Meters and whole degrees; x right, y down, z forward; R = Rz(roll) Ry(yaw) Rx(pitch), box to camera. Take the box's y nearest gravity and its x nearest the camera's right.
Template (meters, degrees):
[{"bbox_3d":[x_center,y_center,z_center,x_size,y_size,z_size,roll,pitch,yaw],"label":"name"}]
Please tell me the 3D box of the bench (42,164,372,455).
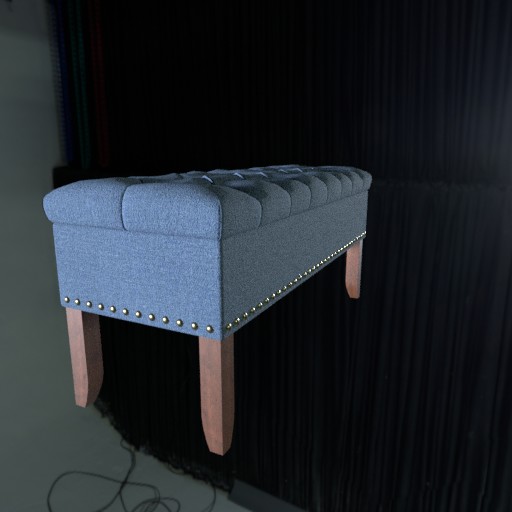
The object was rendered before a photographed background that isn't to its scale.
[{"bbox_3d":[0.000,0.000,1.271,0.417,0.492,1.052,7,15,26],"label":"bench"}]
